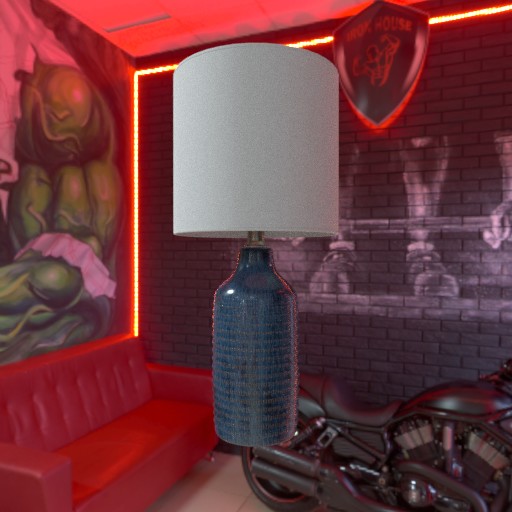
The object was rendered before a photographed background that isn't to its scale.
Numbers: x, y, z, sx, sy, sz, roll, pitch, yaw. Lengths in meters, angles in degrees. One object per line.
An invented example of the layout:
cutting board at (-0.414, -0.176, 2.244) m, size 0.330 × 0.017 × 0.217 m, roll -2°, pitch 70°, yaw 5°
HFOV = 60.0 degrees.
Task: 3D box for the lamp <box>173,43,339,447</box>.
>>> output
lamp at (0.000, 0.000, 0.603) m, size 0.220 × 0.475 × 0.220 m, roll 0°, pitch 0°, yaw -36°
